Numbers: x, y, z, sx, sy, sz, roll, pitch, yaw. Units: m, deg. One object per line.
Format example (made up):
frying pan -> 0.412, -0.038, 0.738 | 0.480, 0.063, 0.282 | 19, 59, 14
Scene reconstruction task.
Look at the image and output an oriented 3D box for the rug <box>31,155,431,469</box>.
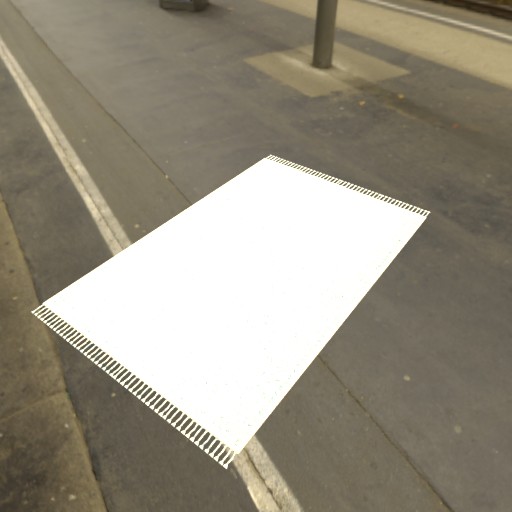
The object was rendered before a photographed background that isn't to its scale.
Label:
rug -> 0.000, 0.000, 3.027 | 1.524, 0.010, 2.438 | 26, 47, 27
